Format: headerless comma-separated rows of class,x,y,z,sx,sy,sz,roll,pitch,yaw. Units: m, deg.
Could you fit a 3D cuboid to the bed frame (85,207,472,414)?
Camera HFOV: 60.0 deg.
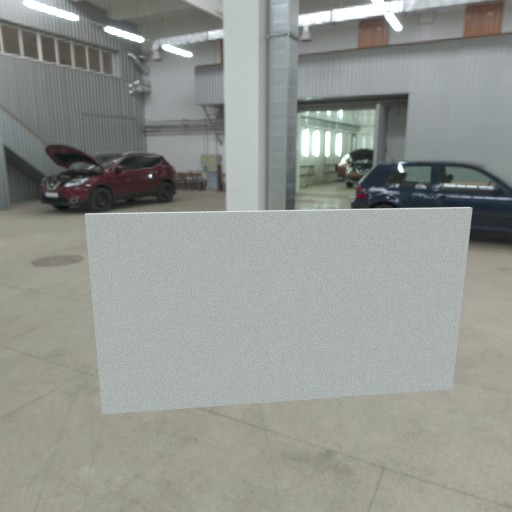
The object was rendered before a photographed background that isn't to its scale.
bed frame,0.000,0.000,2.709,1.490,0.800,1.950,-2,13,-7
